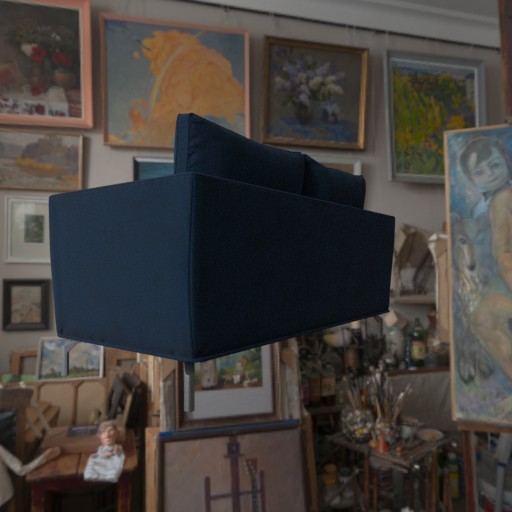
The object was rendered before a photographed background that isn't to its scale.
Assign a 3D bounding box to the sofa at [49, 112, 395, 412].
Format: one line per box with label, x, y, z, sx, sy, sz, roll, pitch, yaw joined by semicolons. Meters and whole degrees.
sofa;0.000;0.000;2.283;0.853;1.002;1.770;0;-1;37
